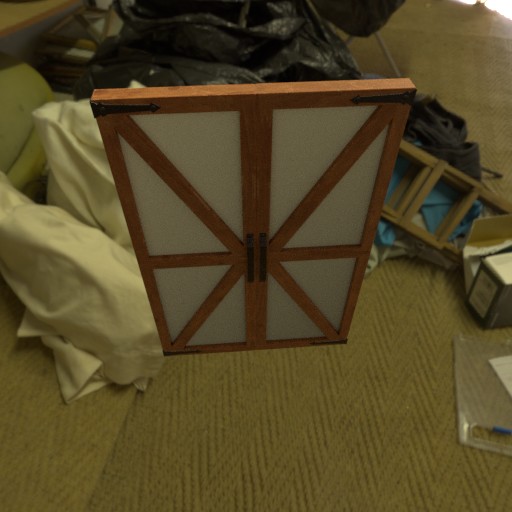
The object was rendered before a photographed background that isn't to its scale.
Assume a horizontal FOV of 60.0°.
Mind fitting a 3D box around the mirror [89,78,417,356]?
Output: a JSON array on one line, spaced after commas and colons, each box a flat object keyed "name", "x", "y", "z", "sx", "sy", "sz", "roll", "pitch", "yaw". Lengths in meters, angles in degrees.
[{"name": "mirror", "x": 0.000, "y": 0.000, "z": 0.977, "sx": 0.517, "sy": 0.761, "sz": 0.053, "roll": -3, "pitch": 47, "yaw": -3}]
